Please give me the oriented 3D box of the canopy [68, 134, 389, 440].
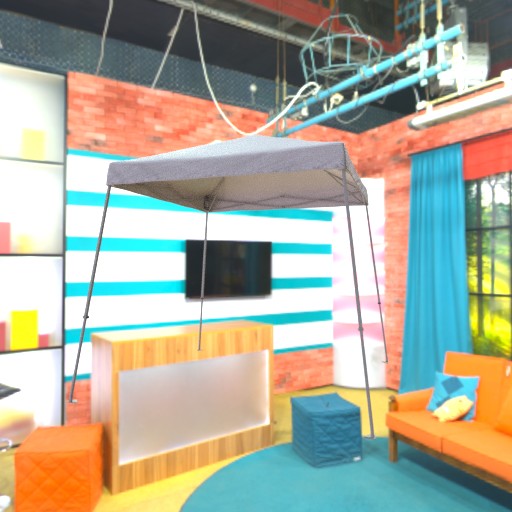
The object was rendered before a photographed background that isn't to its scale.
[{"bbox_3d":[0.000,0.000,5.173,2.850,2.850,2.849,0,-1,19],"label":"canopy"}]
